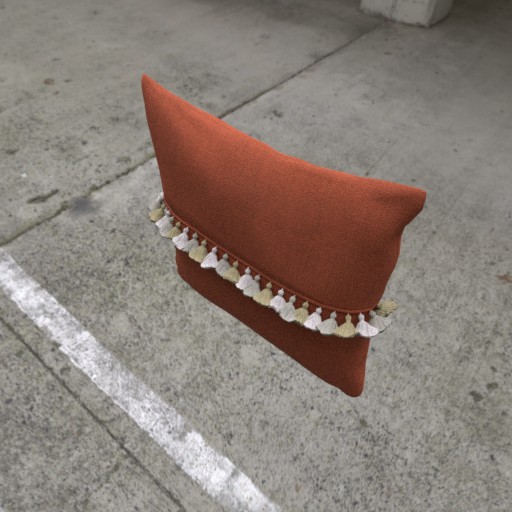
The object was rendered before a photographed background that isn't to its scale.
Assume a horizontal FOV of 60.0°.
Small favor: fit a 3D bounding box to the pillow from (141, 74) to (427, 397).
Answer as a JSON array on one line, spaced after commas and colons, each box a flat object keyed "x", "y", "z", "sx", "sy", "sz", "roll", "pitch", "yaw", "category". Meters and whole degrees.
[{"x": 0.000, "y": 0.000, "z": 0.748, "sx": 0.490, "sy": 0.482, "sz": 0.165, "roll": 31, "pitch": 54, "yaw": 26, "category": "pillow"}]
